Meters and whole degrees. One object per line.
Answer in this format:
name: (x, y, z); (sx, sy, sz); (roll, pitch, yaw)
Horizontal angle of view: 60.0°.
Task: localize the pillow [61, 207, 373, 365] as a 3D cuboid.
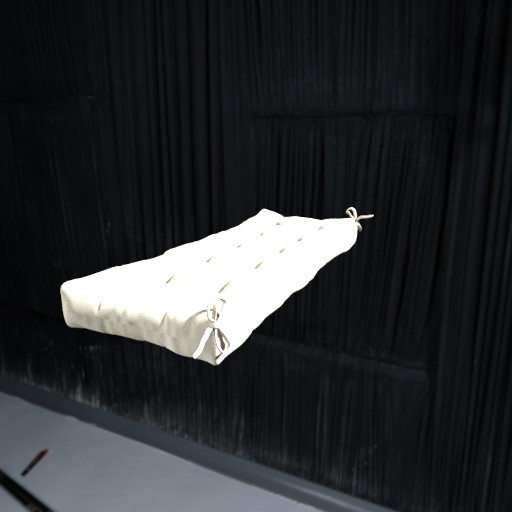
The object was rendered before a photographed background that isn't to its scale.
pillow: (0.000, 0.000, 1.415); (0.511, 0.174, 1.194); (8, 18, 25)
